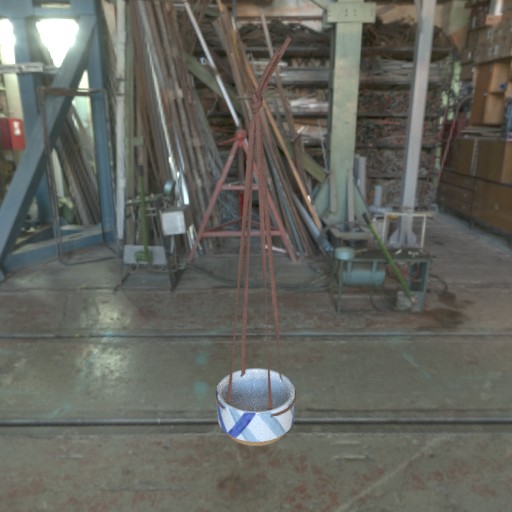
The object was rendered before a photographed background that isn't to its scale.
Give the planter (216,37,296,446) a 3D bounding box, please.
[{"bbox_3d":[0.000,0.000,0.836,0.166,0.751,0.166,16,23,42],"label":"planter"}]
